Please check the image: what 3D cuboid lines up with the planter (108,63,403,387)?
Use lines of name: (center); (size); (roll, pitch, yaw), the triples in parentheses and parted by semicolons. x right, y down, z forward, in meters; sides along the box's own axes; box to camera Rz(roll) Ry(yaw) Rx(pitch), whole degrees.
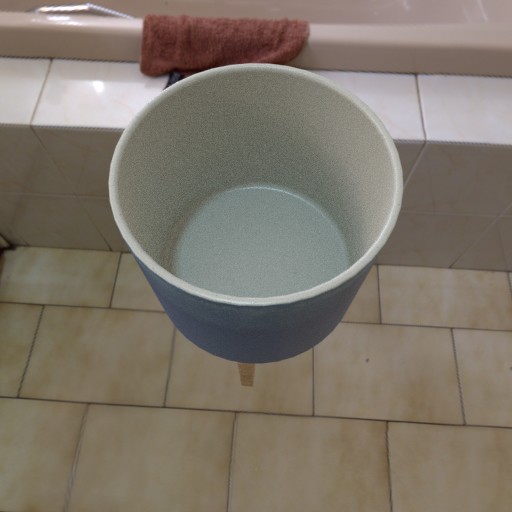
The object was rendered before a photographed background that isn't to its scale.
planter: (0.000, 0.000, 0.560); (0.261, 0.367, 0.261); (0, 64, 0)
